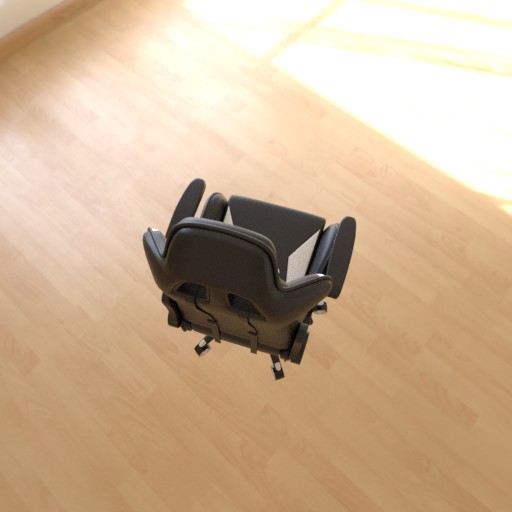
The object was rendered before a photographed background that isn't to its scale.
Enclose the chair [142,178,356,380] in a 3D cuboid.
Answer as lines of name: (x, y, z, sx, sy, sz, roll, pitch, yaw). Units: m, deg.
chair: (0.000, 0.000, 1.691, 0.730, 1.285, 0.695, 15, 65, 7)
